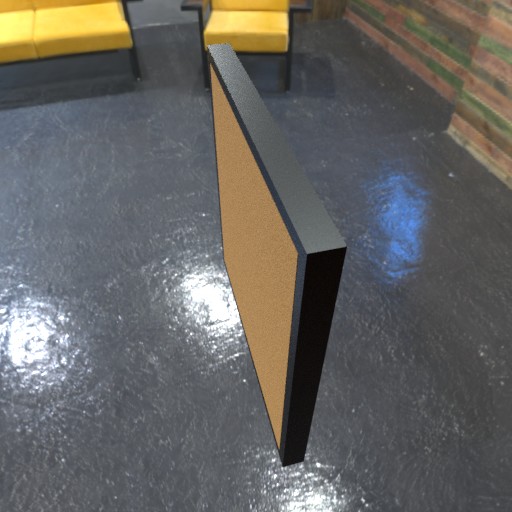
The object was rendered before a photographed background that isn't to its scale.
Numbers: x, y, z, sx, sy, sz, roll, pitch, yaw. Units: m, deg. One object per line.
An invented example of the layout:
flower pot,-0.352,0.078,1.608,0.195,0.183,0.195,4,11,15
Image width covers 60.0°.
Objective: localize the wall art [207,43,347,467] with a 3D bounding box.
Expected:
wall art,0.000,0.000,0.742,0.038,0.506,0.506,-10,46,-10
